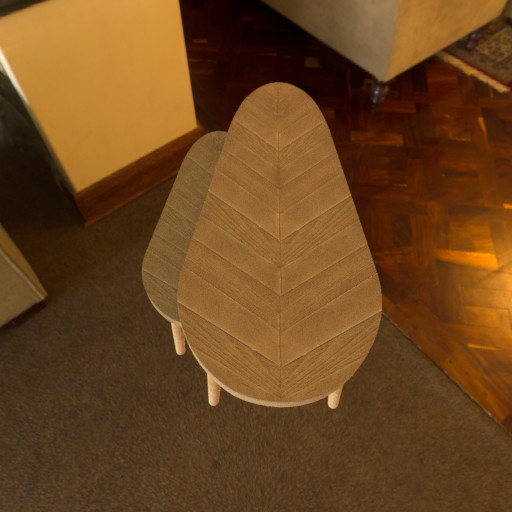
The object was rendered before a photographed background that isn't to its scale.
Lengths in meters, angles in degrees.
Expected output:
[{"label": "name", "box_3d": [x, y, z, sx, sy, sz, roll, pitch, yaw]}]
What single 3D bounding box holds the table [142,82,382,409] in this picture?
[{"label": "table", "box_3d": [0.000, 0.000, 1.625, 0.701, 0.595, 1.190, 1, 58, 1]}]
